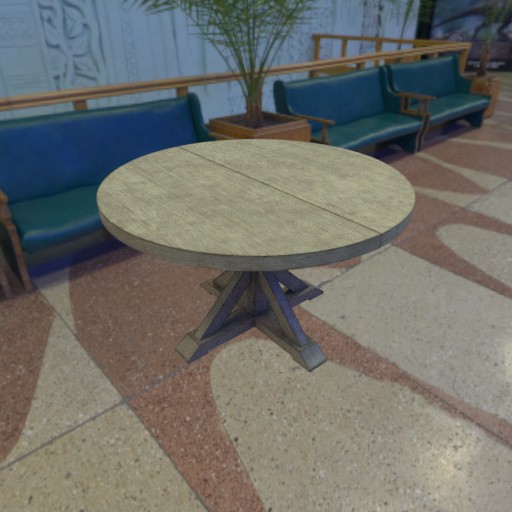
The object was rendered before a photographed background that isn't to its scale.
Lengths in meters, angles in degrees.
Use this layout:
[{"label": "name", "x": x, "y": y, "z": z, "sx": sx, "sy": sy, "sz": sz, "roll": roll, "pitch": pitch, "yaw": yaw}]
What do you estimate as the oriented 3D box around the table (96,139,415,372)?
[{"label": "table", "x": 0.000, "y": 0.000, "z": 2.171, "sx": 1.363, "sy": 0.781, "sz": 1.363, "roll": 0, "pitch": 30, "yaw": 0}]
